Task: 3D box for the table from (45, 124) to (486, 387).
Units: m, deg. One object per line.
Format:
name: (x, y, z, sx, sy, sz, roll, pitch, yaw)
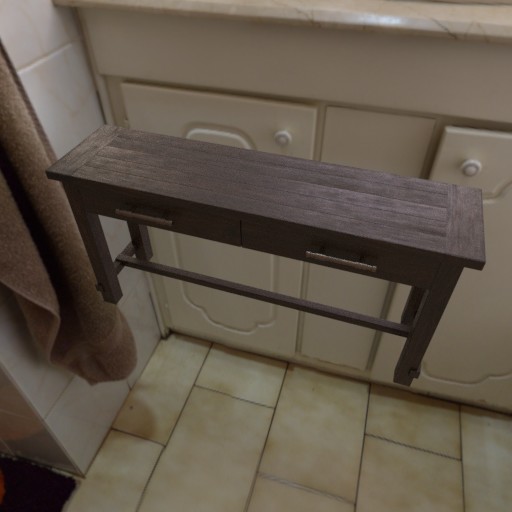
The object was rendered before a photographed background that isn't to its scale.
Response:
table: (0.000, 0.000, 1.916, 1.599, 0.762, 0.442, 13, 44, 14)
